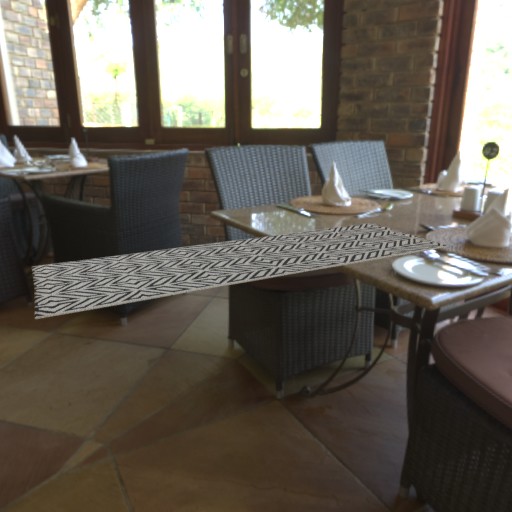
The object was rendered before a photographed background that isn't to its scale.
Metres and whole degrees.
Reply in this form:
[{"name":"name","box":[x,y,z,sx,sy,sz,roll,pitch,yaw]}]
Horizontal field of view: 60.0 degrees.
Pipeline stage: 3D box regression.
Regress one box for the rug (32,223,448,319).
[{"name":"rug","box":[0.000,0.000,2.683,2.435,0.009,0.750,-8,19,-25]}]
